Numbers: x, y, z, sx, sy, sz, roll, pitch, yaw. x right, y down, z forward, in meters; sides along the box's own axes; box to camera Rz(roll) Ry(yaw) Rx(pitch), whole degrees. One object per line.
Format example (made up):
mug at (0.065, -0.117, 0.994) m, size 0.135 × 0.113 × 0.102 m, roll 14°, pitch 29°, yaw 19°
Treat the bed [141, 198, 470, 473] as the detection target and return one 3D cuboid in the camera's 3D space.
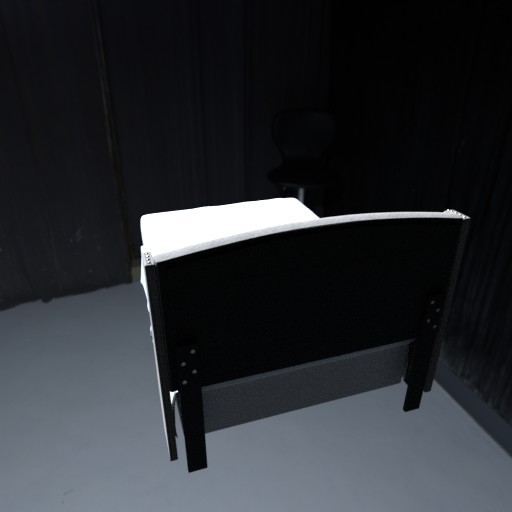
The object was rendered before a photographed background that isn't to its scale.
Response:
bed at (0.000, 0.000, 3.328) m, size 1.710 × 1.407 × 2.237 m, roll -9°, pitch 29°, yaw -16°
